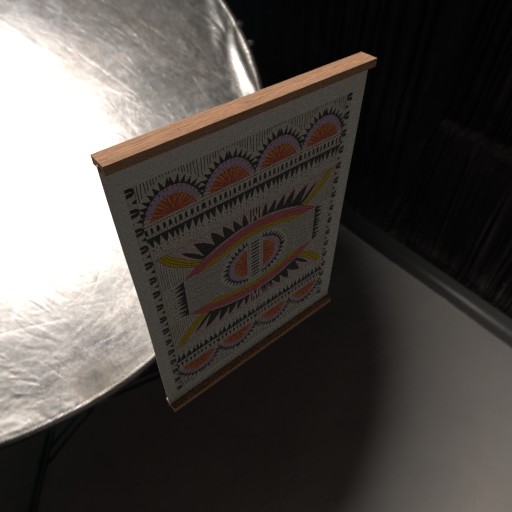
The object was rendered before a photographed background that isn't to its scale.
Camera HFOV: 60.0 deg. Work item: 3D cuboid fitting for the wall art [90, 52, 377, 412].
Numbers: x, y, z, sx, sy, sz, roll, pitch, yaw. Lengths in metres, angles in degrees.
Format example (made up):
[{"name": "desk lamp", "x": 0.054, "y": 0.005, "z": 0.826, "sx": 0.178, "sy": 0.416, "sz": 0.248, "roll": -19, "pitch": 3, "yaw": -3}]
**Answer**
[{"name": "wall art", "x": 0.000, "y": 0.000, "z": 0.706, "sx": 0.403, "sy": 0.527, "sz": 0.028, "roll": -31, "pitch": 53, "yaw": -26}]
